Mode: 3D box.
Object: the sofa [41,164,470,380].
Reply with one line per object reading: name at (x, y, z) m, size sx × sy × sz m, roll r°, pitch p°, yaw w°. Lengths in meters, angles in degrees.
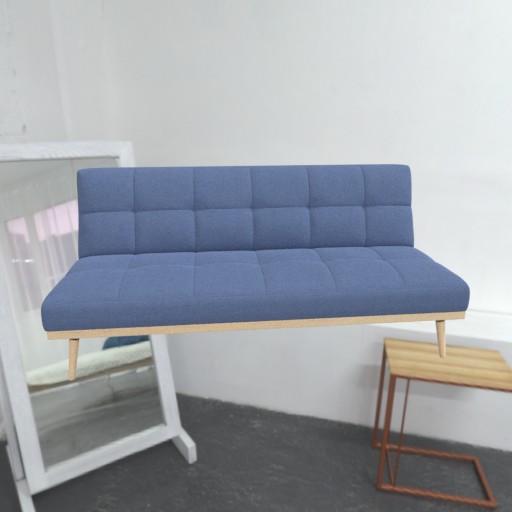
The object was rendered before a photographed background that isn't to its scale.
sofa at (0.000, 0.000, 2.171) m, size 1.800 × 0.800 × 0.796 m, roll -2°, pitch 18°, yaw -6°
